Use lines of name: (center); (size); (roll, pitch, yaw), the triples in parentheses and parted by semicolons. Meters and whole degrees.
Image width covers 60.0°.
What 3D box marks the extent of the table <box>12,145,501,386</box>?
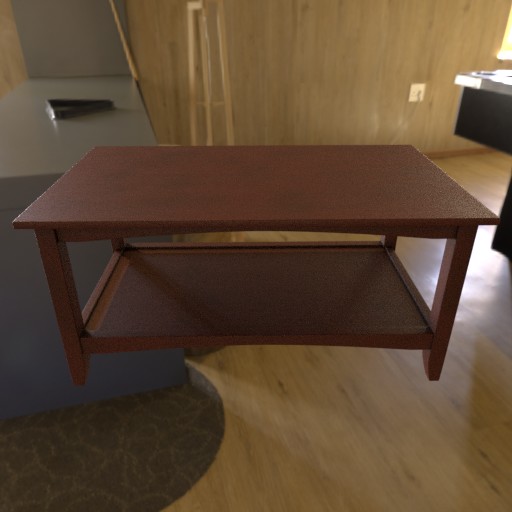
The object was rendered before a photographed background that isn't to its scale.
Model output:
table: (0.000, 0.000, 1.195); (0.943, 0.456, 0.533); (-1, 29, -1)
